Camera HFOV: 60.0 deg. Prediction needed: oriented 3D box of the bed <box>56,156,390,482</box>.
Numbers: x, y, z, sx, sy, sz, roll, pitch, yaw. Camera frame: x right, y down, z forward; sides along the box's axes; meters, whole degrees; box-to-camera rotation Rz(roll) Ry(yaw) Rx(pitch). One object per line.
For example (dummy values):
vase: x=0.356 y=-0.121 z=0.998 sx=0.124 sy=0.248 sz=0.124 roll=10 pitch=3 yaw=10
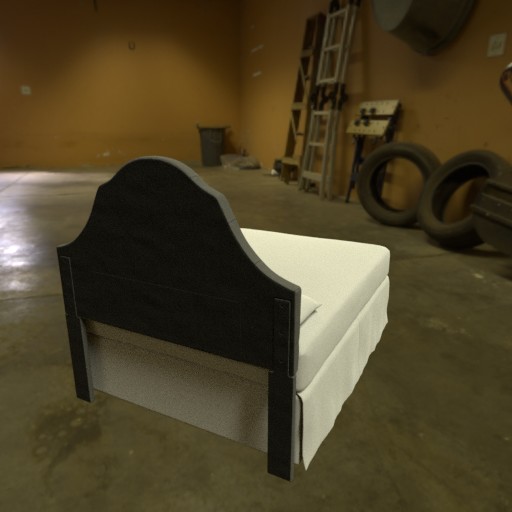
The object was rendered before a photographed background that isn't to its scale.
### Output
bed: x=0.000 y=0.000 z=3.242 sx=1.636 sy=1.575 sz=2.155 roll=9 pitch=19 yaw=26
